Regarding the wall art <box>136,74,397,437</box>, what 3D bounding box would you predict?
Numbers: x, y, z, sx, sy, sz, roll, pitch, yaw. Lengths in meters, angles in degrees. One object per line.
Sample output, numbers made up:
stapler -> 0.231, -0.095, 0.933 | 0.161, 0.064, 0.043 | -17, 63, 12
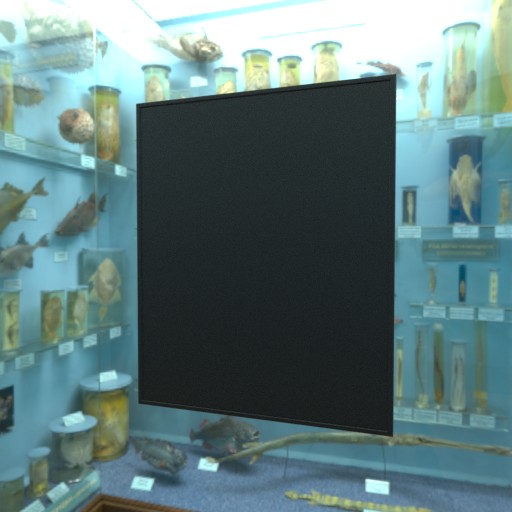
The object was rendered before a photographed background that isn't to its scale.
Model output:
wall art -> 0.000, 0.000, 0.755 | 0.451, 0.551, 0.028 | 1, 2, 18
